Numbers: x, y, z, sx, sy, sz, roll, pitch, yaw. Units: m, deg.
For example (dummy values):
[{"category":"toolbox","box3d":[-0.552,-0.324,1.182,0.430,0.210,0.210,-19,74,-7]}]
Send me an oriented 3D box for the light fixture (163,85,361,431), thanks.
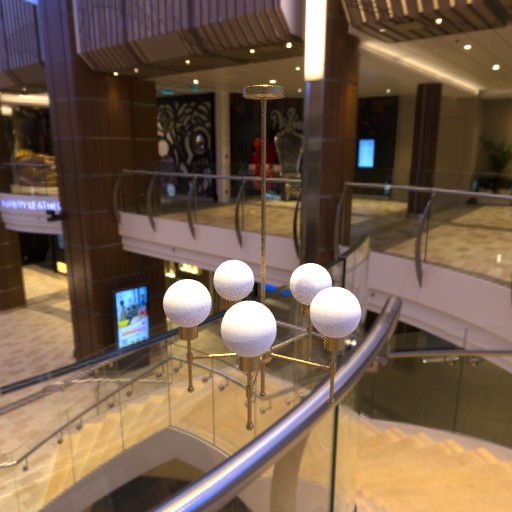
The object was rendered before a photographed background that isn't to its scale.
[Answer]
[{"category":"light fixture","box3d":[0.000,0.000,1.865,0.785,1.331,0.815,-2,14,-8]}]
